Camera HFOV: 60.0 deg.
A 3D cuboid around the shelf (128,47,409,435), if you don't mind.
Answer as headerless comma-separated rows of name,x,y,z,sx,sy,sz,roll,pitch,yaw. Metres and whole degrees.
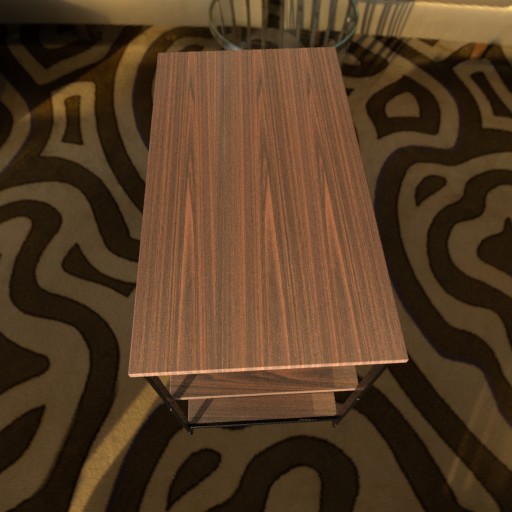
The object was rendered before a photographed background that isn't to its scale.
shelf,0.000,0.000,1.336,0.498,0.750,0.902,-3,59,-2
